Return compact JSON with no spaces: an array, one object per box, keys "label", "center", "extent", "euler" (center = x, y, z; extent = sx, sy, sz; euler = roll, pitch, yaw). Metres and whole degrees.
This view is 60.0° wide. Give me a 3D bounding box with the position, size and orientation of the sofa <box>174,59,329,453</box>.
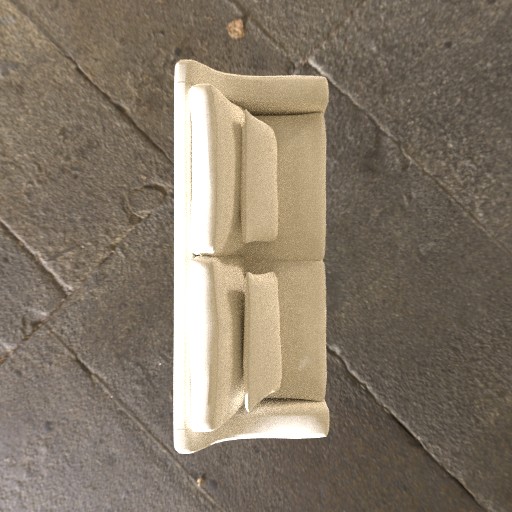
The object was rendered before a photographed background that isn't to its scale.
[{"label":"sofa","center":[0.000,0.000,3.095],"extent":[1.009,1.022,2.470],"euler":[0,89,2]}]
